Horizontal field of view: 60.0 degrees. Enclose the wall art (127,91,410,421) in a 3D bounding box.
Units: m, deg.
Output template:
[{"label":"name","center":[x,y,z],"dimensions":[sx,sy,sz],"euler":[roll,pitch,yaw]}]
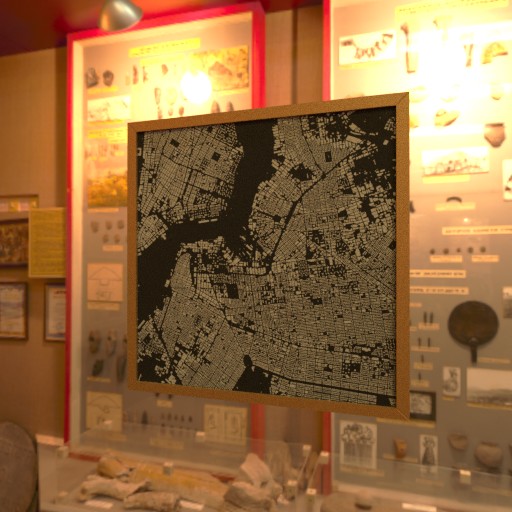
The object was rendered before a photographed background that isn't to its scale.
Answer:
[{"label":"wall art","center":[0.000,0.000,2.942],"dimensions":[1.926,1.926,0.099],"euler":[0,0,18]}]
